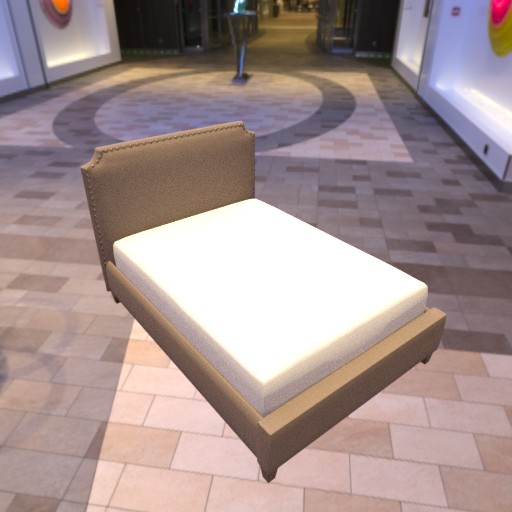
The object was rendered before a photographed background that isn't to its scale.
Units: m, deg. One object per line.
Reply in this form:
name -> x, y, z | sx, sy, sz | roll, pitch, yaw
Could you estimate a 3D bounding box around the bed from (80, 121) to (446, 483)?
bed -> 0.000, 0.000, 3.446 | 1.713, 1.443, 2.372 | -22, 37, -32
